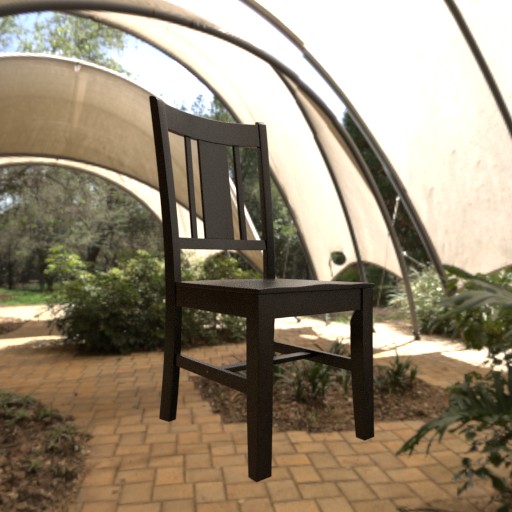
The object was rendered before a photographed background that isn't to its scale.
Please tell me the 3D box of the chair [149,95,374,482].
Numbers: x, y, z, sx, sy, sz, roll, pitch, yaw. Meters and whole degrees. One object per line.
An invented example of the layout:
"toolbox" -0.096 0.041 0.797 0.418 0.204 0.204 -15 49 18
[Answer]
"chair" 0.000 0.000 1.311 0.450 0.998 0.555 0 -1 -38
